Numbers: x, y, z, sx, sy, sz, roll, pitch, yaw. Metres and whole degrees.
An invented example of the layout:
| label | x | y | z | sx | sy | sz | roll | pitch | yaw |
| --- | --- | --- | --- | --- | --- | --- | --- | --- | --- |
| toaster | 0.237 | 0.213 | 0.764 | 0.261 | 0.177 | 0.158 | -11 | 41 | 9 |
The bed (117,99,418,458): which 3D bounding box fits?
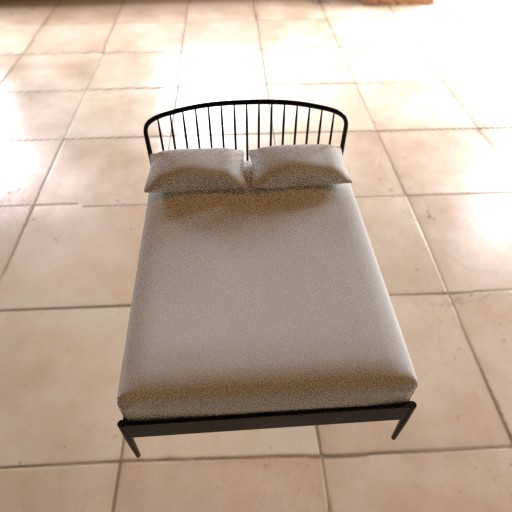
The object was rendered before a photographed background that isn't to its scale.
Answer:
| label | x | y | z | sx | sy | sz | roll | pitch | yaw |
| --- | --- | --- | --- | --- | --- | --- | --- | --- | --- |
| bed | 0.000 | 0.000 | 3.020 | 1.618 | 1.166 | 2.159 | -3 | 47 | -3 |
